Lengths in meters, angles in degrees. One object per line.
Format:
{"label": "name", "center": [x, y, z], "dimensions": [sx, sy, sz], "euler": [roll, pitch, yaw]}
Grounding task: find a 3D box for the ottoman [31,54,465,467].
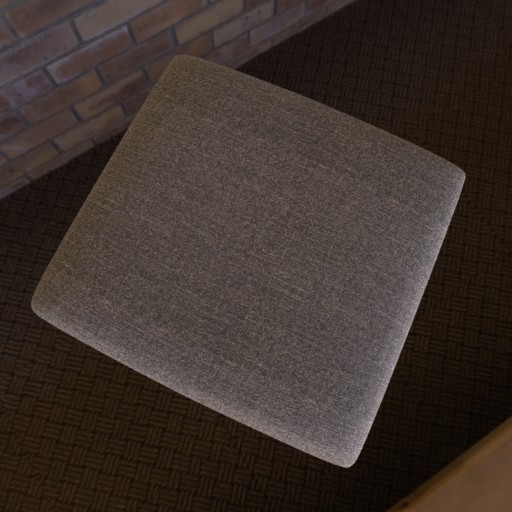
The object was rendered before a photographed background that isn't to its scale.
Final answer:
{"label": "ottoman", "center": [0.000, 0.000, 1.003], "dimensions": [0.655, 0.399, 0.648], "euler": [25, 78, 6]}
